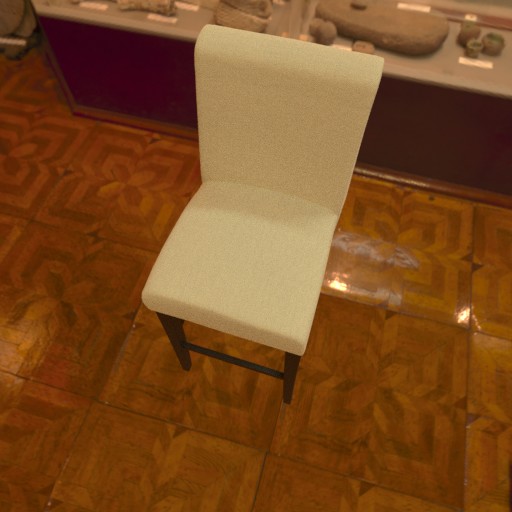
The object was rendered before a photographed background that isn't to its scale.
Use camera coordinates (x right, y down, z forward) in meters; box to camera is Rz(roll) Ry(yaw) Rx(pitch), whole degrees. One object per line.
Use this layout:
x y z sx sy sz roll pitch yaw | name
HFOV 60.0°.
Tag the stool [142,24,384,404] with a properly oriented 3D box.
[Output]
0.000 0.000 1.392 0.452 1.124 0.597 15 60 9 | stool
